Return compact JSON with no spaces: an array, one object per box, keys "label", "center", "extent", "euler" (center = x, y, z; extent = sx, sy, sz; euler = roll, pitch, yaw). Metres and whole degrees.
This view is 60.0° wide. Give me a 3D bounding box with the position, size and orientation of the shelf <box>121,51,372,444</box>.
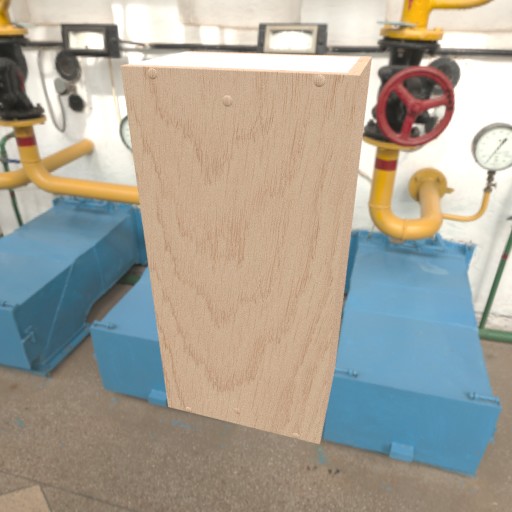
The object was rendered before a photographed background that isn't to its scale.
[{"label":"shelf","center":[0.000,0.000,0.740],"extent":[0.290,0.600,0.200],"euler":[8,31,14]}]
